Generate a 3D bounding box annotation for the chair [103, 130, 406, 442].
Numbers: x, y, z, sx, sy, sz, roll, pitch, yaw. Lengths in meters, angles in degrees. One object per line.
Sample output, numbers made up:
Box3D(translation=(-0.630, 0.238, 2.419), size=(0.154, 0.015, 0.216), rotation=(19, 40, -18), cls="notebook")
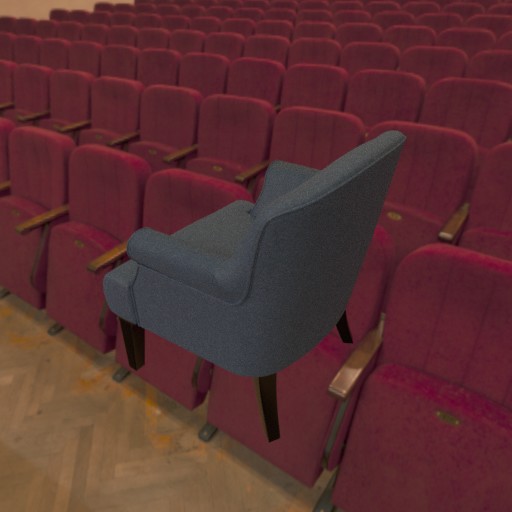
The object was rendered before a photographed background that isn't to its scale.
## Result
Box3D(translation=(0.000, 0.000, 1.482), size=(0.754, 0.878, 0.770), rotation=(21, 38, 30), cls="chair")
